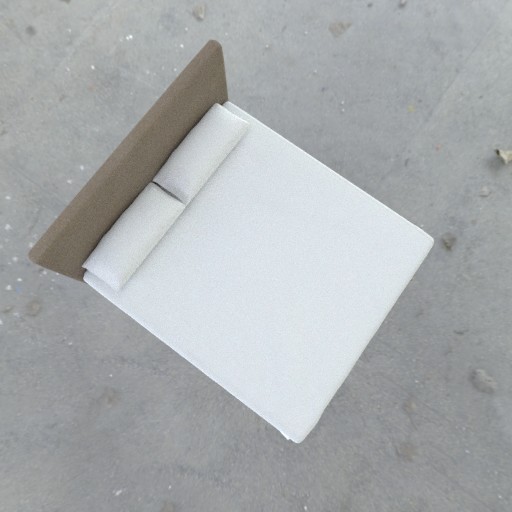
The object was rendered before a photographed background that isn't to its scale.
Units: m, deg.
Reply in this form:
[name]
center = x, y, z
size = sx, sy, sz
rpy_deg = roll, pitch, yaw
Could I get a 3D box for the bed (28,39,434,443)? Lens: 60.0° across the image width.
[bed]
center = 0.000, 0.000, 3.569
size = 2.341, 1.317, 2.119
rpy_deg = 36, 81, 7
